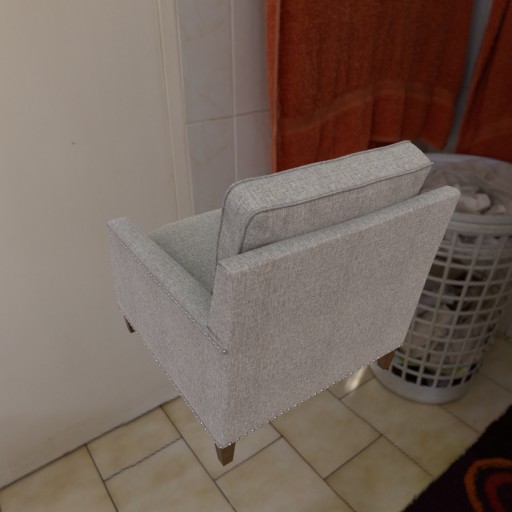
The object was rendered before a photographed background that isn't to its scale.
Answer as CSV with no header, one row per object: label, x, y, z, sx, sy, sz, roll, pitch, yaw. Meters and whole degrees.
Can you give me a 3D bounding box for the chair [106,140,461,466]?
chair,0.000,0.000,1.676,0.853,0.943,1.014,-19,35,-30
